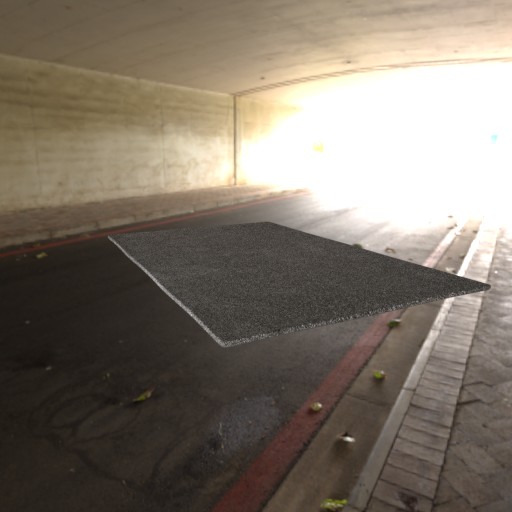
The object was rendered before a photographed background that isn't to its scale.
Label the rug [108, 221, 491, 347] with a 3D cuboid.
[{"bbox_3d":[0.000,0.000,2.941,1.502,0.025,2.350,-7,15,-27],"label":"rug"}]
